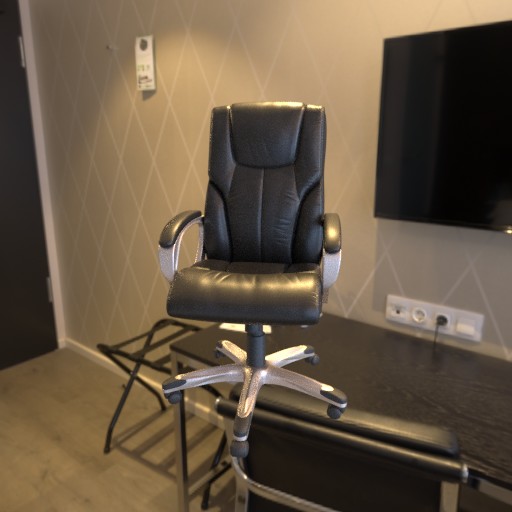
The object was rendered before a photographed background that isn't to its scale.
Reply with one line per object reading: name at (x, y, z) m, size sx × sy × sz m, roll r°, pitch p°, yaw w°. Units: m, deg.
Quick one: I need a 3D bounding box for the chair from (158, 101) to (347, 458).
chair at (0.000, 0.000, 1.640) m, size 0.700 × 1.145 × 0.780 m, roll 2°, pitch 14°, yaw 8°
